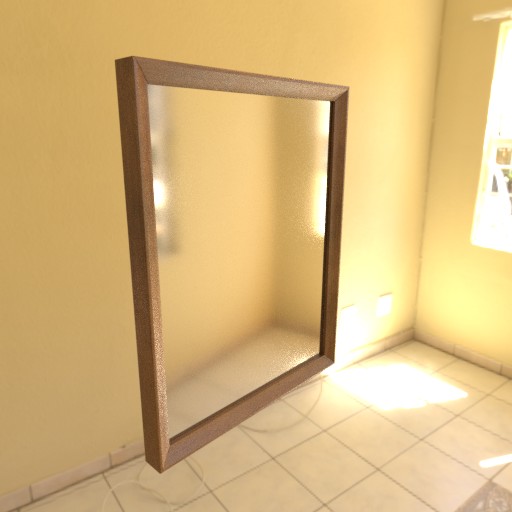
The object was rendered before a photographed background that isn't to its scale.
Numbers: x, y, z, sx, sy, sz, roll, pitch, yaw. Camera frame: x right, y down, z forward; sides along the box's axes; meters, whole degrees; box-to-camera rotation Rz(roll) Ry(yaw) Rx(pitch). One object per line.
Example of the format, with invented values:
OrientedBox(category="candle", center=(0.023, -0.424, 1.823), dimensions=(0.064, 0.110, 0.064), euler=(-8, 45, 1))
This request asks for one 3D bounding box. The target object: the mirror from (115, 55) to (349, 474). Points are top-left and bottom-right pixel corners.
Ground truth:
OrientedBox(category="mirror", center=(0.000, 0.000, 0.672), dimensions=(0.041, 0.509, 0.406), euler=(14, 21, 42))
